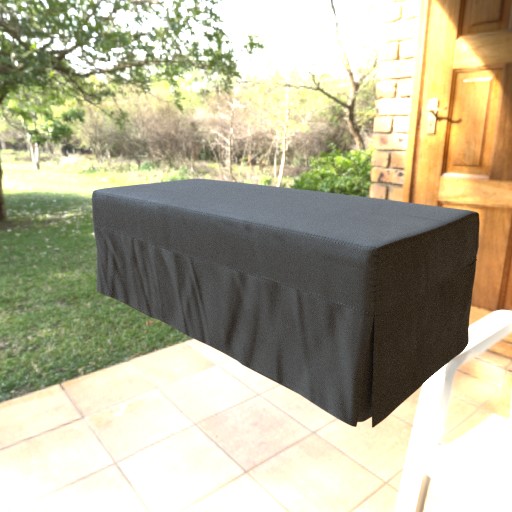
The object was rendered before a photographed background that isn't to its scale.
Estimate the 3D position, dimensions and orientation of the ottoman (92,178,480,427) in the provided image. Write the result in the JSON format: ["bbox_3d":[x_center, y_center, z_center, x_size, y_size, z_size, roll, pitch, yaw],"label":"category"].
[{"bbox_3d":[0.000,0.000,1.649,1.388,0.457,0.665,15,22,43],"label":"ottoman"}]
